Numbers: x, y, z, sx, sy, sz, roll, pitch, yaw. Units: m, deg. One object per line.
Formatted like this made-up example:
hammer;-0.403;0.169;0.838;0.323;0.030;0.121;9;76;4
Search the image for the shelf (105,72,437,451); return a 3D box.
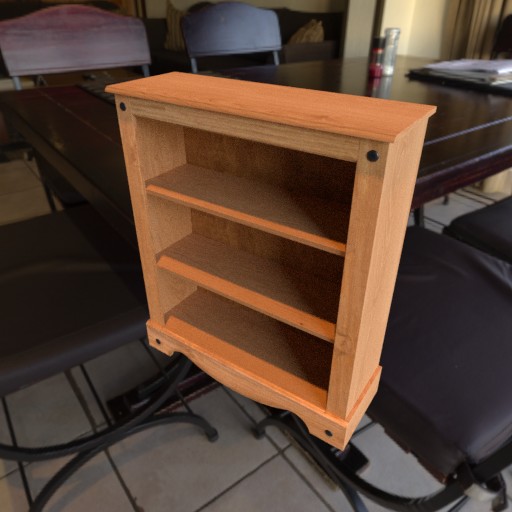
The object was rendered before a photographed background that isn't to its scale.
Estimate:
shelf;0.000;0.000;1.409;0.840;0.980;0.291;20;37;29
